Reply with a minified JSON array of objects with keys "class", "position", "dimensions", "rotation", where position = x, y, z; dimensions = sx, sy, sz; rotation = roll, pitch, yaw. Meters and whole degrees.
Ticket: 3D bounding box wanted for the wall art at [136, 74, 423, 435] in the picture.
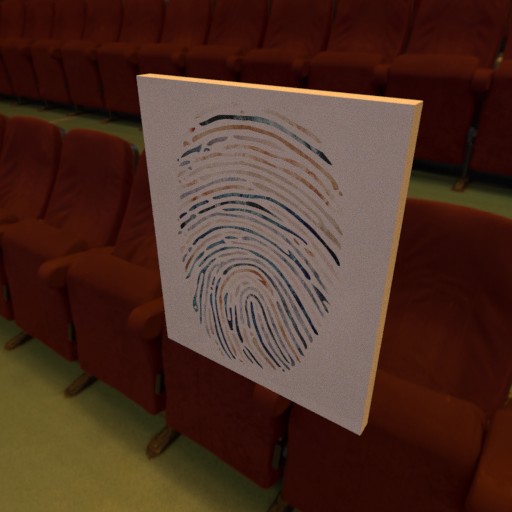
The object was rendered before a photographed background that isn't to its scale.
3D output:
[{"class":"wall art","position":[0.000,0.000,0.838],"dimensions":[0.508,0.606,0.037],"rotation":[18,34,30]}]
